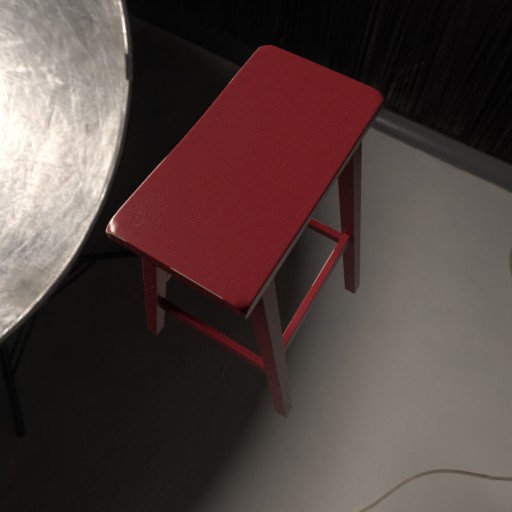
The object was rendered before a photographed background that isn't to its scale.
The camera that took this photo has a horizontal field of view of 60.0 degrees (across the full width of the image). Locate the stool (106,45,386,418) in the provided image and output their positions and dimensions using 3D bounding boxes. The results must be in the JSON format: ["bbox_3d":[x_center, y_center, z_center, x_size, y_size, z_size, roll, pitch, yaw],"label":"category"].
[{"bbox_3d":[0.000,0.000,1.017,0.476,0.737,0.457,29,68,13],"label":"stool"}]
